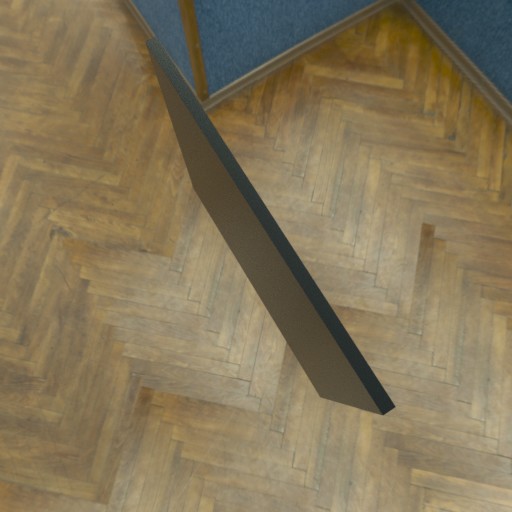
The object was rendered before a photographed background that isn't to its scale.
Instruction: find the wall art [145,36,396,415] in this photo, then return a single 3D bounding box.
[{"bbox_3d":[0.000,0.000,0.529,0.012,0.332,0.383,-30,77,-8],"label":"wall art"}]
